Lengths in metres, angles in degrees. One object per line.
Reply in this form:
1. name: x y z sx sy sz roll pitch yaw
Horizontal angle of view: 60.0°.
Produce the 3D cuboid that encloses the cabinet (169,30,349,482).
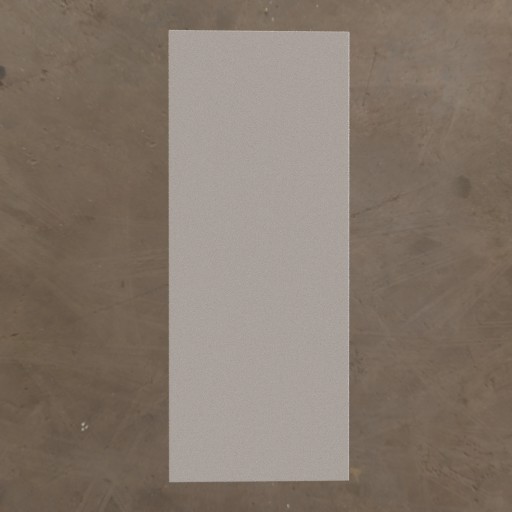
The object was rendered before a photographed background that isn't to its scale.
1. cabinet: 0.000 0.000 1.383 0.400 0.800 1.000 0 90 -1
